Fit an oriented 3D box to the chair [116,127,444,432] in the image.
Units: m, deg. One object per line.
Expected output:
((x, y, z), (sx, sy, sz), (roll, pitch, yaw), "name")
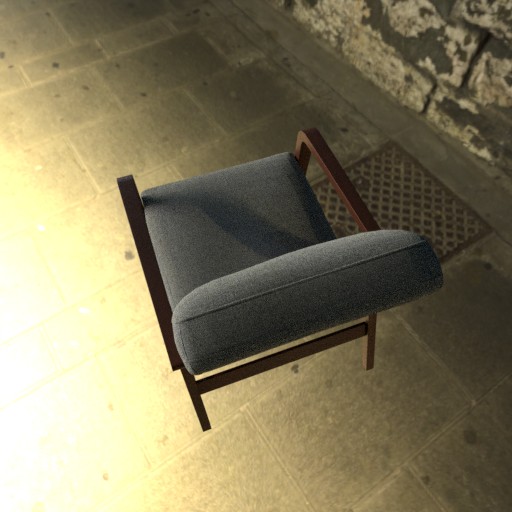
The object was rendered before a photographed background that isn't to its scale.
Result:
((0.000, 0.000, 1.429), (0.704, 0.847, 0.858), (-17, 60, -10), "chair")
